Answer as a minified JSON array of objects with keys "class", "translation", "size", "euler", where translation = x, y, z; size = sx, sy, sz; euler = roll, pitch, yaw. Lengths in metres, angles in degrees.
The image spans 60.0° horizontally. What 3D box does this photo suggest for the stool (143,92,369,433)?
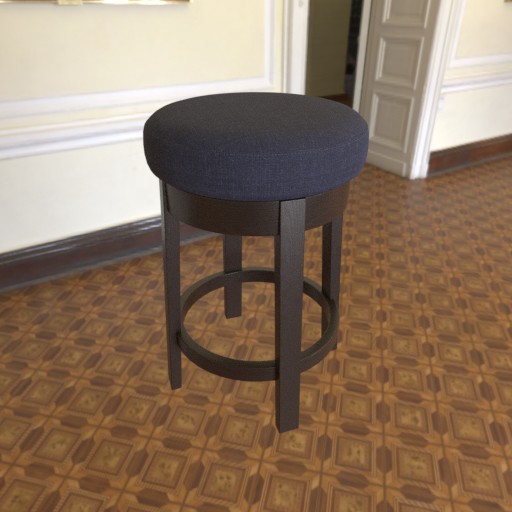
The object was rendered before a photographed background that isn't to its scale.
[{"class":"stool","translation":[0.000,0.000,0.997],"size":[0.449,0.655,0.449],"euler":[0,30,0]}]
